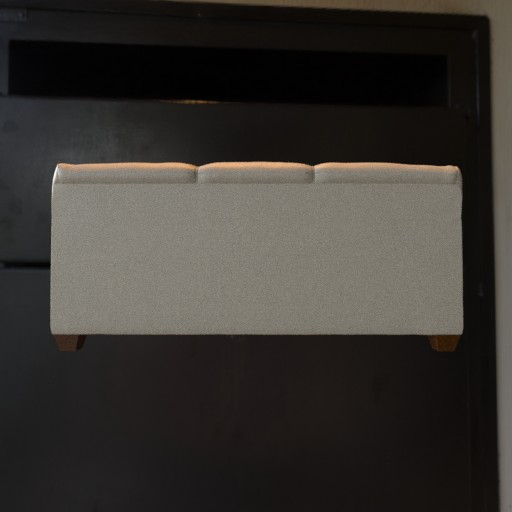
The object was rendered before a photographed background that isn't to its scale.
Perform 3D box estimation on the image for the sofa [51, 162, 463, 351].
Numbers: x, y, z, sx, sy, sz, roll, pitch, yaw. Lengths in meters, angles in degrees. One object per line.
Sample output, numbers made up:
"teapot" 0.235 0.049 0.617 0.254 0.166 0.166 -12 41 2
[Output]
"sofa" 0.000 0.000 2.631 2.024 0.958 0.997 0 -2 0
